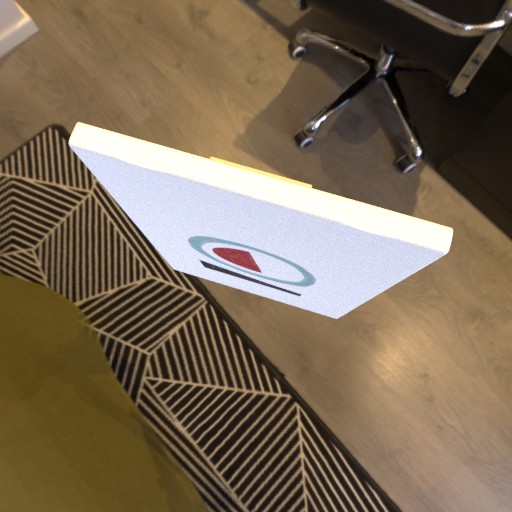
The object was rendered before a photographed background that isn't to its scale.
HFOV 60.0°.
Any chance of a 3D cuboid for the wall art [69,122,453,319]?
[{"bbox_3d":[0.000,0.000,1.109,0.602,0.902,0.048,17,77,4],"label":"wall art"}]
